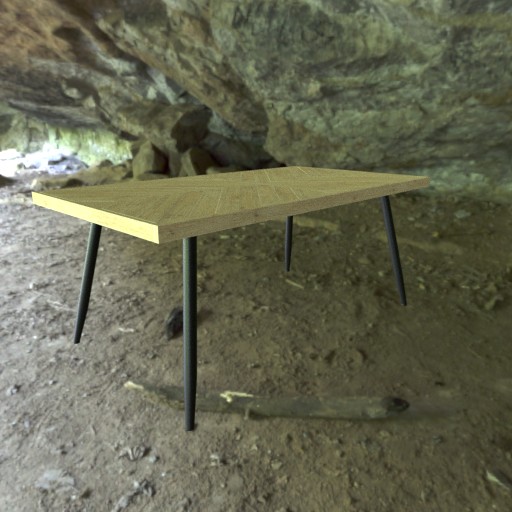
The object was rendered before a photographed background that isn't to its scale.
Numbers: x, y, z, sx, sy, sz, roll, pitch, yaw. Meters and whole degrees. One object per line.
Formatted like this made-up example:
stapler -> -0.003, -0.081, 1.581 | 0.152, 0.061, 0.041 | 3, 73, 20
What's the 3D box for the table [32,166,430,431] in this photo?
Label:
table -> 0.000, 0.000, 2.337 | 0.991, 0.762, 1.803 | 16, 23, 43
